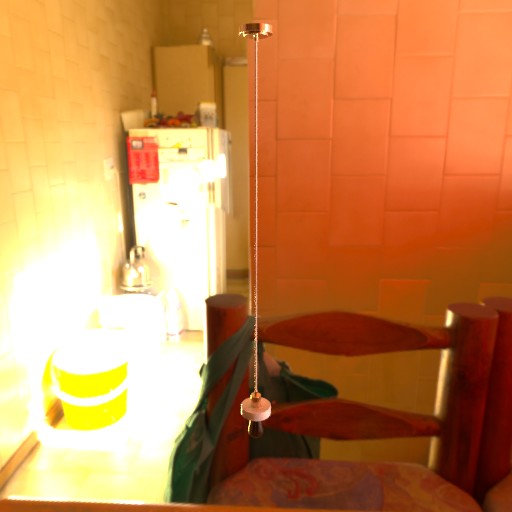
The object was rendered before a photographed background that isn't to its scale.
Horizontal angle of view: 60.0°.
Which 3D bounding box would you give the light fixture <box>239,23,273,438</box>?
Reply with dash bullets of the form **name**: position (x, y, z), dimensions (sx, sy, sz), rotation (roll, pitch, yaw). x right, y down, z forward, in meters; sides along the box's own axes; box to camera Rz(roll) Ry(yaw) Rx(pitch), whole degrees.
- **light fixture**: position (0.000, 0.000, 1.777), dimensions (0.129, 1.669, 0.129), rotation (-7, 16, -27)
